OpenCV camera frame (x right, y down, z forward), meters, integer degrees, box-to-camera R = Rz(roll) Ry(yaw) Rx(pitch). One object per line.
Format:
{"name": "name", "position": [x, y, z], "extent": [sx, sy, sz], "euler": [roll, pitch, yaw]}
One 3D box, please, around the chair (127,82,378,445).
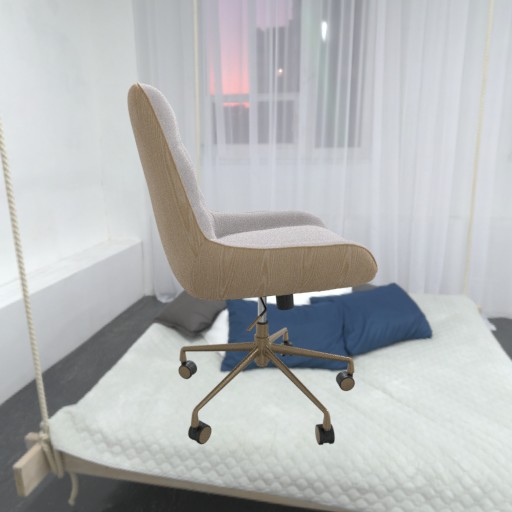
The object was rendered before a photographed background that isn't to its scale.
{"name": "chair", "position": [0.000, 0.000, 1.333], "extent": [0.668, 0.952, 0.564], "euler": [-2, 16, -8]}
